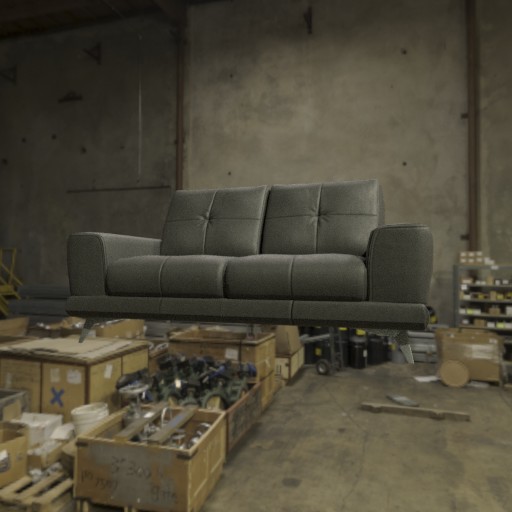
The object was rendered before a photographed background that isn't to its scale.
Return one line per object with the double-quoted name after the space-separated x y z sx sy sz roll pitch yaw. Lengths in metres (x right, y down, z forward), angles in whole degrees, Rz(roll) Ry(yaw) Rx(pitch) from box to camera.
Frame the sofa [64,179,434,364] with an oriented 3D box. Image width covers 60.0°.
0.000 0.000 2.486 1.806 0.907 1.018 0 -2 18 "sofa"
